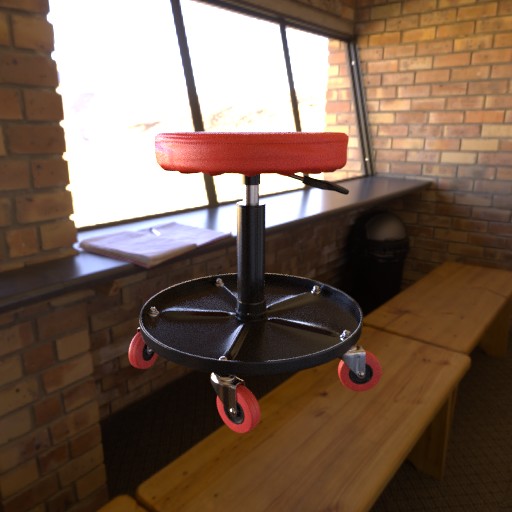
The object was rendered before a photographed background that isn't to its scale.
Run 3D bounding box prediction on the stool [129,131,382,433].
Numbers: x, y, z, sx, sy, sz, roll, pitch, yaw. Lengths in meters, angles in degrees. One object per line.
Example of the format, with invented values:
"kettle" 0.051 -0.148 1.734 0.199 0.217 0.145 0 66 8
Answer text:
"stool" 0.000 0.000 0.678 0.382 0.365 0.381 2 16 7
